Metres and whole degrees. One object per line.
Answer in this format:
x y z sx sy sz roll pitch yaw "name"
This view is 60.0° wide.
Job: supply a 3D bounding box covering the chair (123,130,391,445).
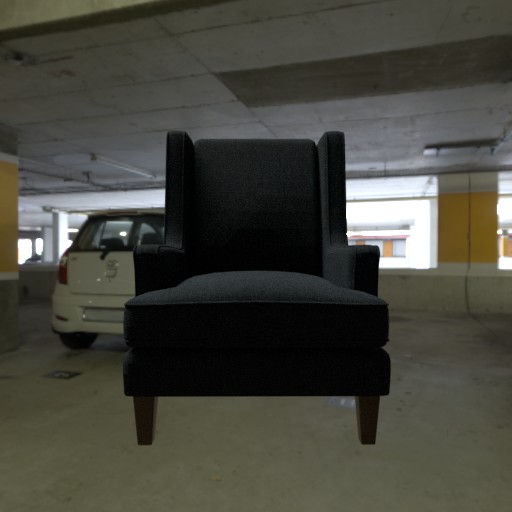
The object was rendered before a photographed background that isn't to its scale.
0.000 0.000 1.689 0.764 1.072 0.947 0 0 0 "chair"
